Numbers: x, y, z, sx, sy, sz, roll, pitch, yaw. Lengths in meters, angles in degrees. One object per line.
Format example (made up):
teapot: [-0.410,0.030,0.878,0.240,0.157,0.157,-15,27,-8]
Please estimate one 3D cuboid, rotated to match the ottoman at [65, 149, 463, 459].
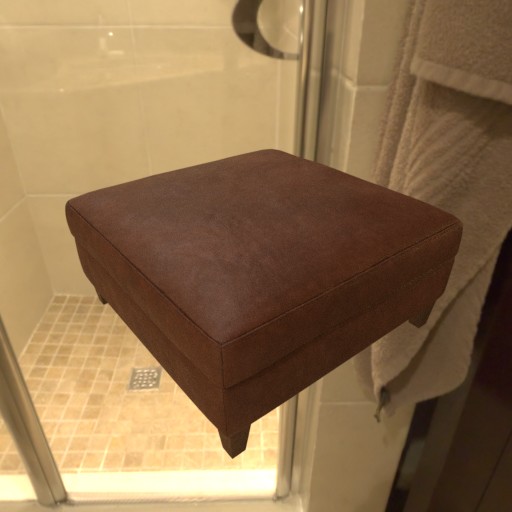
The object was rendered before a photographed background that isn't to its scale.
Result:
ottoman: [0.000,0.000,1.330,0.836,0.415,0.844,-22,37,-32]
